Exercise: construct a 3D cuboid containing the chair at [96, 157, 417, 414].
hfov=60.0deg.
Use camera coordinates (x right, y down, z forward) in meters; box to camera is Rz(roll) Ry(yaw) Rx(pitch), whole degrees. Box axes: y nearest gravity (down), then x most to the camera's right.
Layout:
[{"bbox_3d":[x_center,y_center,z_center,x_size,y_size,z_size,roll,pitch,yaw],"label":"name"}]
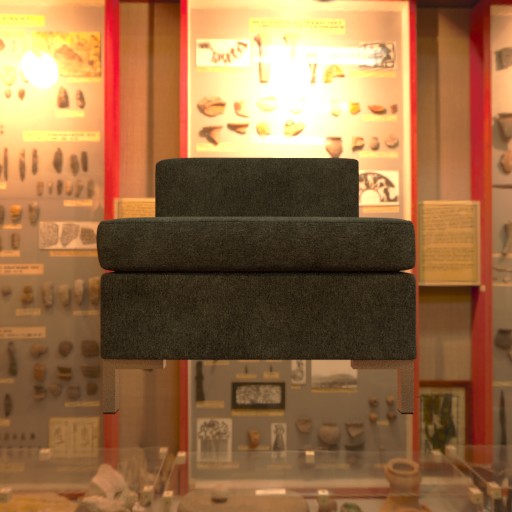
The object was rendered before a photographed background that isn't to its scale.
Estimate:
[{"bbox_3d":[0.000,0.000,1.227,0.680,0.660,0.680,0,0,0],"label":"chair"}]
